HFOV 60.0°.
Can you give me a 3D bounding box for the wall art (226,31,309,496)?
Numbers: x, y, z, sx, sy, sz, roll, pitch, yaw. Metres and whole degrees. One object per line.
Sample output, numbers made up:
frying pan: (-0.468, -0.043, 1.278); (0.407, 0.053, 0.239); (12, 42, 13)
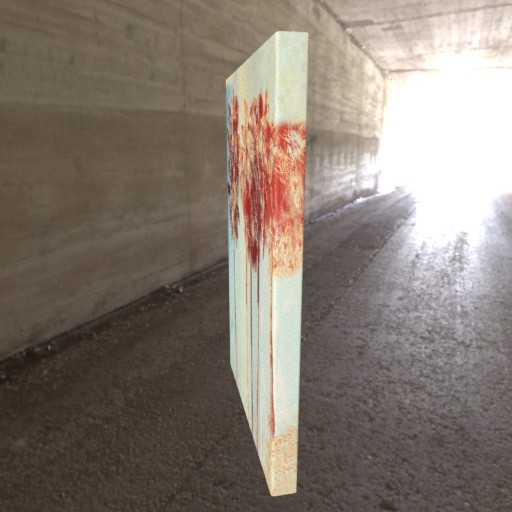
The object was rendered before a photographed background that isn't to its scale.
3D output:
wall art: (0.000, 0.000, 0.750); (0.038, 0.610, 0.401); (-3, 15, -11)
